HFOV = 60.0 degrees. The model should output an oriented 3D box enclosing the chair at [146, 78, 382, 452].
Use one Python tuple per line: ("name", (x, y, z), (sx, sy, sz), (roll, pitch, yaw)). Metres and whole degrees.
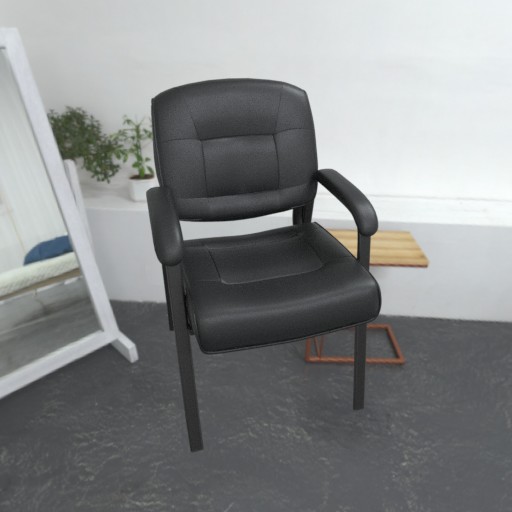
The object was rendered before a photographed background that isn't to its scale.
("chair", (0.000, 0.000, 1.324), (0.591, 0.910, 0.668), (-9, 32, -14))
